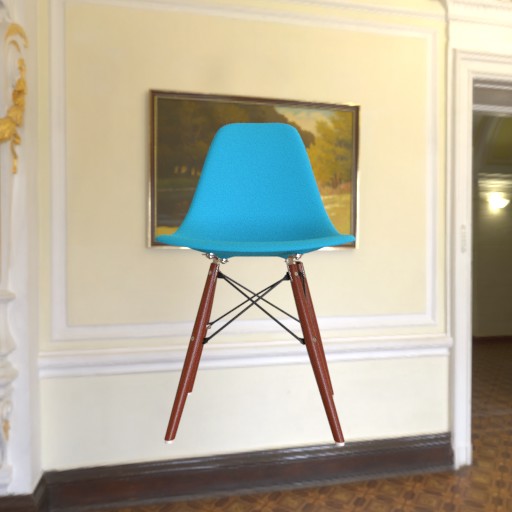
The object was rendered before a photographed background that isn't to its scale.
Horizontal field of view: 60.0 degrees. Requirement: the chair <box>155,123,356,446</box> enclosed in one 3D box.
[{"bbox_3d":[0.000,0.000,1.151,0.470,0.826,0.533,0,1,1],"label":"chair"}]
